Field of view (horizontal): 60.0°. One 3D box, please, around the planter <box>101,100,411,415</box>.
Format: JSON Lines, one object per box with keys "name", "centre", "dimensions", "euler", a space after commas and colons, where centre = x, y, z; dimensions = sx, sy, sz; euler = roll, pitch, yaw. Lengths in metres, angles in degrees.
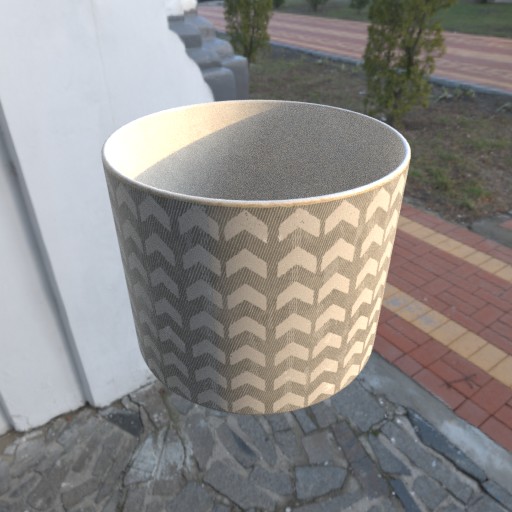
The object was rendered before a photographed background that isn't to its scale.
{"name": "planter", "centre": [0.000, 0.000, 0.332], "dimensions": [0.190, 0.181, 0.190], "euler": [0, 33, 0]}
